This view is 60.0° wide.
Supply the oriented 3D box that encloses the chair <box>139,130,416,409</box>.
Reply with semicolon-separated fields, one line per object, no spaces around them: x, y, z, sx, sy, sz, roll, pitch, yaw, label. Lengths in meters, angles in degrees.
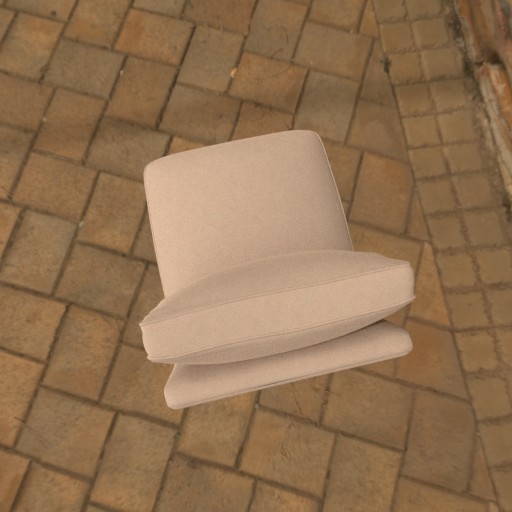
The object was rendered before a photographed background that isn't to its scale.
0.000;0.000;1.656;0.724;1.052;0.912;-12;76;-3;chair
